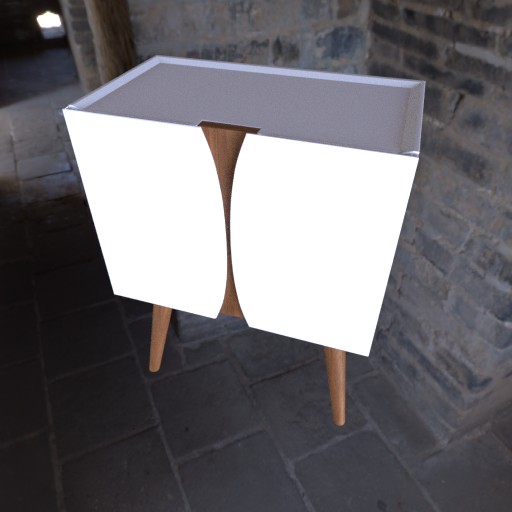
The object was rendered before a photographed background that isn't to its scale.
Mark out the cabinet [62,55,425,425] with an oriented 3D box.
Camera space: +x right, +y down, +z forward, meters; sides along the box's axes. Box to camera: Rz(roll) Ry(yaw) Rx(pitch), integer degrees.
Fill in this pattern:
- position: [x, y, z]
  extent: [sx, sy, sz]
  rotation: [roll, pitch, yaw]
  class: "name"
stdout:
- position: [0.000, 0.000, 1.060]
  extent: [0.591, 0.772, 0.344]
  rotation: [12, 41, 14]
  class: "cabinet"
